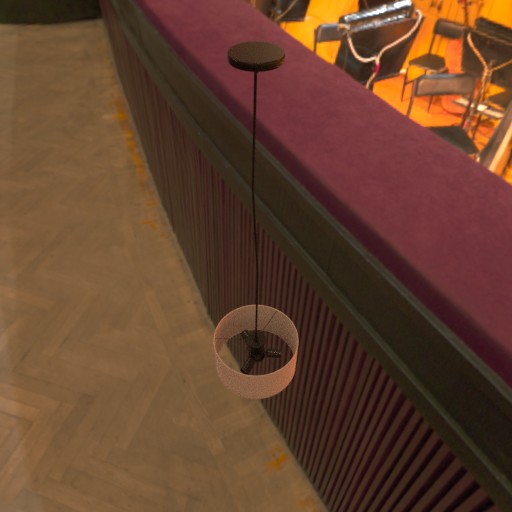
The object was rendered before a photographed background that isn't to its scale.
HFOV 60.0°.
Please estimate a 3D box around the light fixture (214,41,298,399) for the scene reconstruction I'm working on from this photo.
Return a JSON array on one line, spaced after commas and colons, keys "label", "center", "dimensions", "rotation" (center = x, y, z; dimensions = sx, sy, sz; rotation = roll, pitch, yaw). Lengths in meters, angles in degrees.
[{"label": "light fixture", "center": [0.000, 0.000, 1.697], "dimensions": [0.399, 1.516, 0.399], "rotation": [0, 45, 0]}]
